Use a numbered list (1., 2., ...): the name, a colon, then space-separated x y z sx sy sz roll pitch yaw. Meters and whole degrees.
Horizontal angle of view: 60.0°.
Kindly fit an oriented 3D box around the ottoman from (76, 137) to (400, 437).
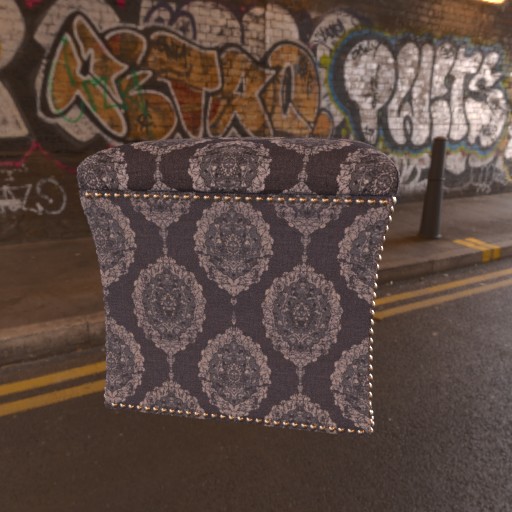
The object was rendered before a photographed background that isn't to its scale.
1. ottoman: 0.000 0.000 0.915 0.497 0.475 0.507 3 16 10
